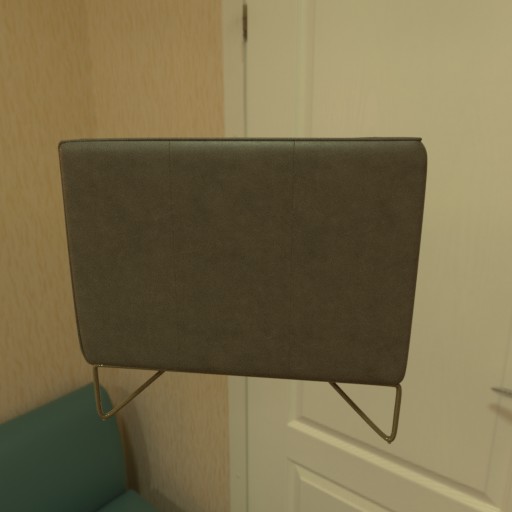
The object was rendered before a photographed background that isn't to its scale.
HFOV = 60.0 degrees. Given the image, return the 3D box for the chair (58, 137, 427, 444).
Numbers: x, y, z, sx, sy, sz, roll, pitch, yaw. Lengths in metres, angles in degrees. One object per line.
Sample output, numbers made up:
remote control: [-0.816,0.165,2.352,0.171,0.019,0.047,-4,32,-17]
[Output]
chair: [0.000,0.000,1.520,0.894,0.790,0.880,2,15,8]
